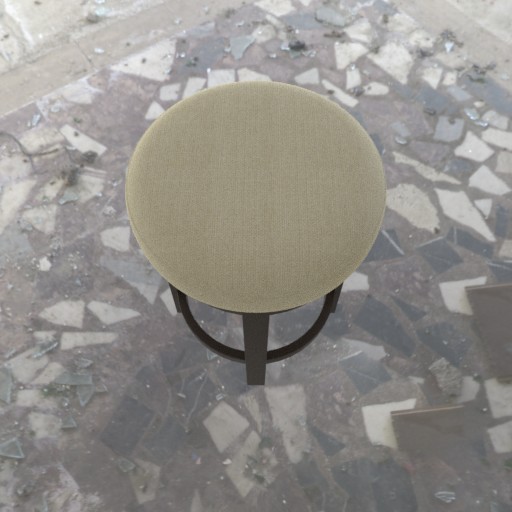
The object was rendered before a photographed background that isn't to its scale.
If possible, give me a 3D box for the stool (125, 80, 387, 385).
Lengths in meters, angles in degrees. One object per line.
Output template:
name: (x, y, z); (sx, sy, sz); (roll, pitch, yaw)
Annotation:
stool: (0.000, 0.000, 0.985); (0.449, 0.655, 0.449); (0, 64, 0)
